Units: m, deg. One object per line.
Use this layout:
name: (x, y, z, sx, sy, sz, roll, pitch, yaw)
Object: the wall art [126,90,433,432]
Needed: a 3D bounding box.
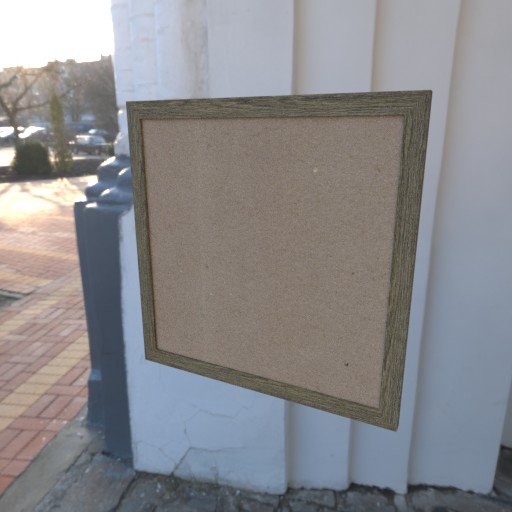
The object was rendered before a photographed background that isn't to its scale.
wall art: (0.000, 0.000, 0.750, 0.508, 0.508, 0.019, 8, 18, 26)
